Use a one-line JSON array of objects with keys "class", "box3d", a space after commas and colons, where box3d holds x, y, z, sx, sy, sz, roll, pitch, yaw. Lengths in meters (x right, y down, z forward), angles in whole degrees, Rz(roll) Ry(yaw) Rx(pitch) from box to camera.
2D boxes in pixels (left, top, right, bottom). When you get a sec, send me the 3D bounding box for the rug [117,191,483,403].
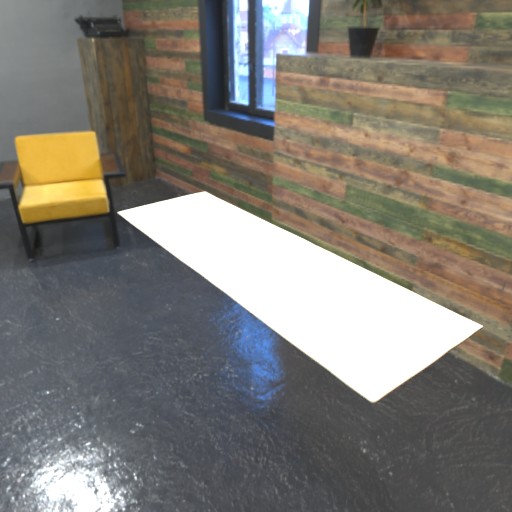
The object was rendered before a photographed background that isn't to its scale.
[{"class": "rug", "box3d": [0.000, 0.000, 2.710, 0.793, 0.014, 2.450, -19, 33, -33]}]
